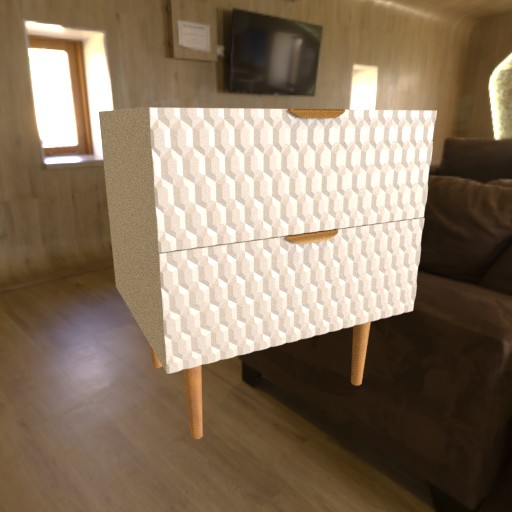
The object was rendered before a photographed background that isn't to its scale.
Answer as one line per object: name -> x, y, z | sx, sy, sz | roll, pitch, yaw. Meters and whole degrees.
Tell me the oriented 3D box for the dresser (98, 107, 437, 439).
dresser -> 0.000, 0.000, 0.912 | 0.503, 0.568, 0.414 | -9, 19, -26
